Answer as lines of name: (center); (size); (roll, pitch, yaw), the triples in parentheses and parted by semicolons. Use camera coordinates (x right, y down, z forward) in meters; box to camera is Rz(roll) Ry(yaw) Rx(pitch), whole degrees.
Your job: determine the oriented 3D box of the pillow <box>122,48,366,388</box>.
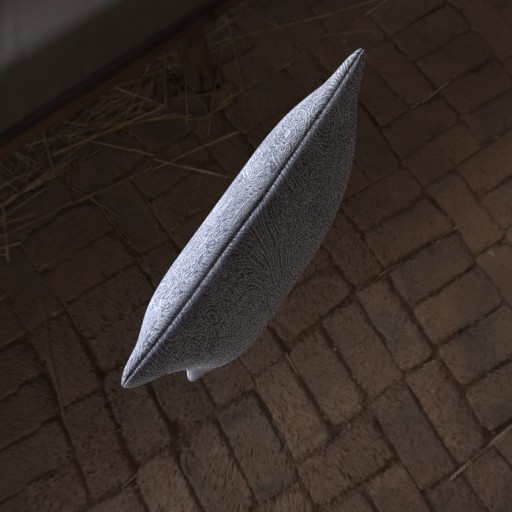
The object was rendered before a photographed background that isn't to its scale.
pillow: (0.000, 0.000, 0.777); (0.166, 0.510, 0.523); (33, 79, 7)
